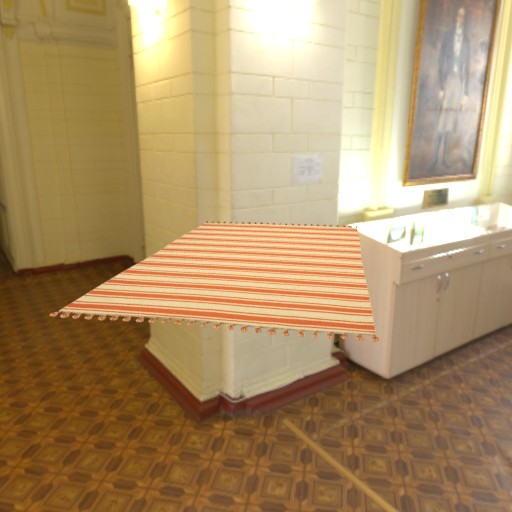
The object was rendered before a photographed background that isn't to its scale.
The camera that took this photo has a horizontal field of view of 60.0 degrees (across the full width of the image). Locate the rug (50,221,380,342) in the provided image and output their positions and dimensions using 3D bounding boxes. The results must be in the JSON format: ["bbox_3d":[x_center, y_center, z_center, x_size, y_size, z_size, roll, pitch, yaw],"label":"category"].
[{"bbox_3d":[0.000,0.000,2.581,1.232,0.017,2.092,3,15,10],"label":"rug"}]
